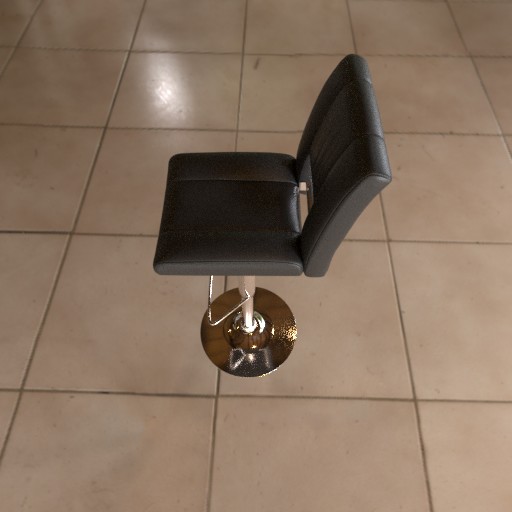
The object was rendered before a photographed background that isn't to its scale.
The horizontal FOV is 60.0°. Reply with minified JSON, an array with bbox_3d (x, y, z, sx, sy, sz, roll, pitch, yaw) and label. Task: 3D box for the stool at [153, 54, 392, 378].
[{"bbox_3d":[0.000,0.000,1.399,0.520,1.151,0.415,0,57,0],"label":"stool"}]
